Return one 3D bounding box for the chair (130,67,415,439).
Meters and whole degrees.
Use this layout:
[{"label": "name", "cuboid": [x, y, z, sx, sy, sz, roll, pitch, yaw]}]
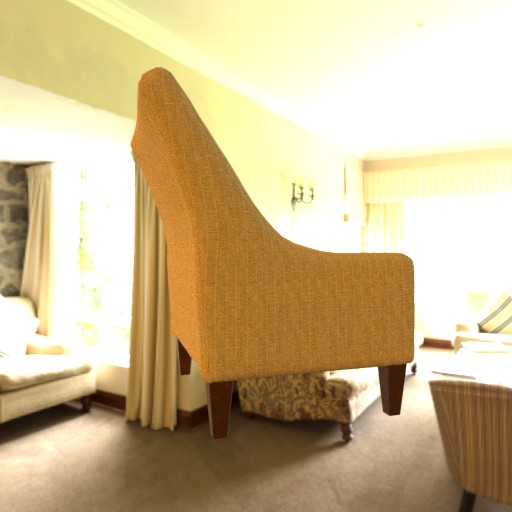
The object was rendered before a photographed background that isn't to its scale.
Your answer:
[{"label": "chair", "cuboid": [0.000, 0.000, 1.637, 0.870, 1.014, 0.774, 0, 1, -17]}]
